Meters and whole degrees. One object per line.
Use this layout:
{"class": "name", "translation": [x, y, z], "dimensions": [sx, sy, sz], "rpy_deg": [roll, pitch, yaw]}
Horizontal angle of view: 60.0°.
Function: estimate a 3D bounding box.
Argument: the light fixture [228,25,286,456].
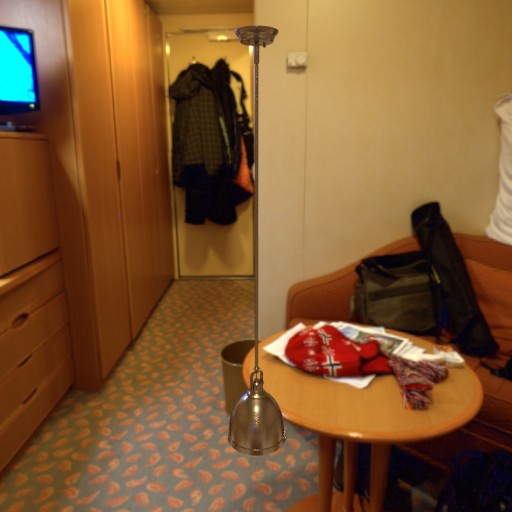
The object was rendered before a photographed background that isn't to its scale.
{"class": "light fixture", "translation": [0.000, 0.000, 1.471], "dimensions": [0.211, 1.367, 0.217], "rpy_deg": [13, 18, 42]}
